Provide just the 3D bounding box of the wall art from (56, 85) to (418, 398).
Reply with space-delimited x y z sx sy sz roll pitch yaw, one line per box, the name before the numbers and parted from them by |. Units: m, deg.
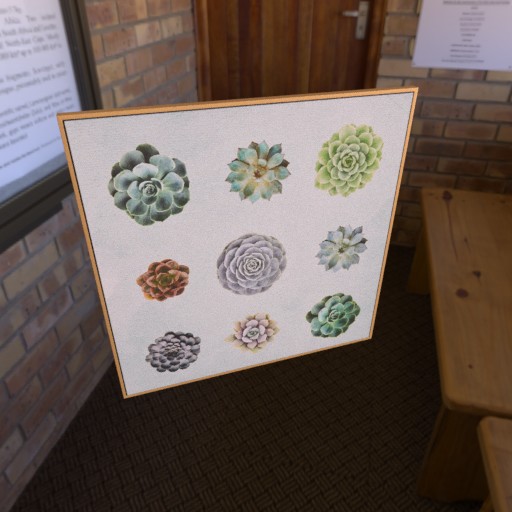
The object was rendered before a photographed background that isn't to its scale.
wall art | 0.000 0.000 0.664 0.457 0.455 0.013 -10 34 -15
